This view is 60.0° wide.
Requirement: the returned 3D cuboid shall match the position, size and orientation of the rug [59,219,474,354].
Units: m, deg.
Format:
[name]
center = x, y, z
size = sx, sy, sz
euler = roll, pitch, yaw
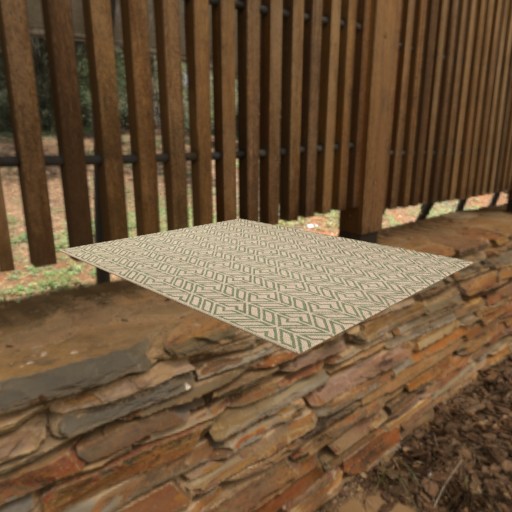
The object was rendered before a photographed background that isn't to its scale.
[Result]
[rug]
center = 0.000, 0.000, 4.147
size = 3.050, 0.017, 2.441
euler = 15, 21, 43
